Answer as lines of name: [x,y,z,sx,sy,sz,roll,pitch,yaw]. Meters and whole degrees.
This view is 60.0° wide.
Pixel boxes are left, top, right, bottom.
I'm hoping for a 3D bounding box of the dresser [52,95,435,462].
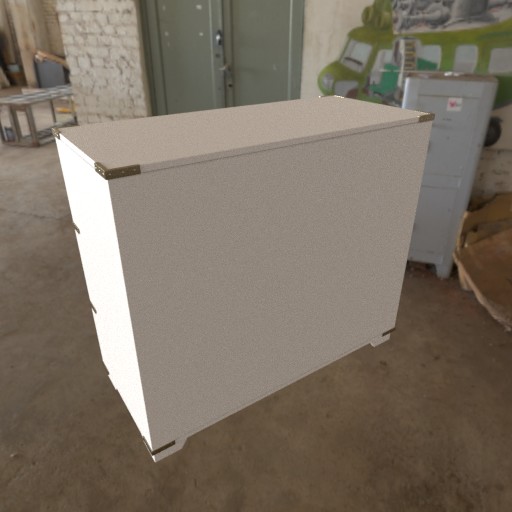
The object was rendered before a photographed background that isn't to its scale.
dresser: [0.000,0.000,1.492,1.022,0.891,0.460,-18,33,-30]
